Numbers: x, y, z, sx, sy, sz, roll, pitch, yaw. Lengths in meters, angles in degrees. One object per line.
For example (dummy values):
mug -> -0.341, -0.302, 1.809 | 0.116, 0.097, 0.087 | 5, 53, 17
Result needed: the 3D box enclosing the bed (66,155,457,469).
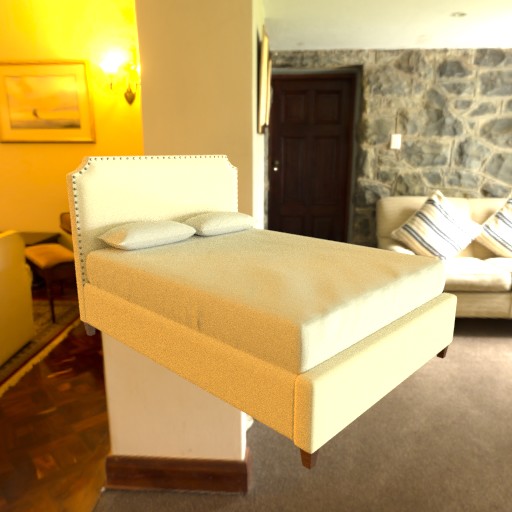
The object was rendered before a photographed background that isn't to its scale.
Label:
bed -> 0.000, 0.000, 3.255 | 2.329, 1.415, 1.703 | 13, 19, 42
